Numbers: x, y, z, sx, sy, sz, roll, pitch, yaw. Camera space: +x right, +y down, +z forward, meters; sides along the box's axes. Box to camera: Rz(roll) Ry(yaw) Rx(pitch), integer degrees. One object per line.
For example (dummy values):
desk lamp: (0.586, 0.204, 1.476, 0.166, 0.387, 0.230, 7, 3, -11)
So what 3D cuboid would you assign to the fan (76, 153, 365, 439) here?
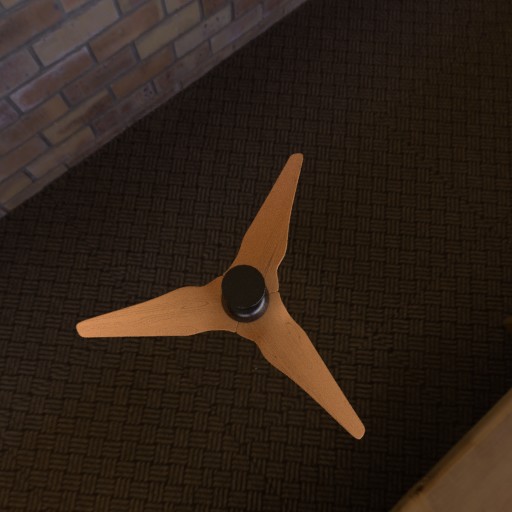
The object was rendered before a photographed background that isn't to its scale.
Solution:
fan: (0.000, 0.000, 1.655, 1.142, 0.355, 1.010, 18, 76, 4)
